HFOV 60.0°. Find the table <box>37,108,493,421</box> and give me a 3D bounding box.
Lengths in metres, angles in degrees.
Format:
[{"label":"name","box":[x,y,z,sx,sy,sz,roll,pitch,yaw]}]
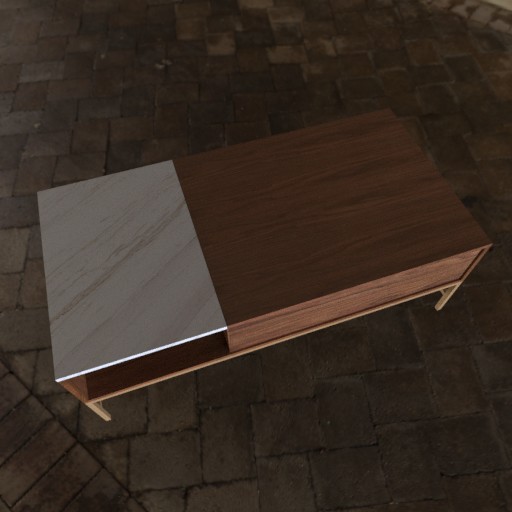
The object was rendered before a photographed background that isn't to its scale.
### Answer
[{"label":"table","box":[0.000,0.000,1.911,1.553,0.551,0.789,-16,59,-10]}]
